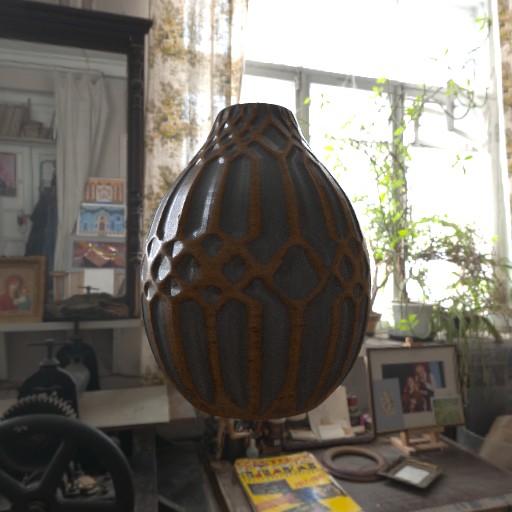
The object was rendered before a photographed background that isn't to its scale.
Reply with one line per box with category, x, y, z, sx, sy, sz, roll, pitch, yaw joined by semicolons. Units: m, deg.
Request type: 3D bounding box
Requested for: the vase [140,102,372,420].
vase;0.000;0.000;0.137;0.069;0.088;0.069;0;-1;0
